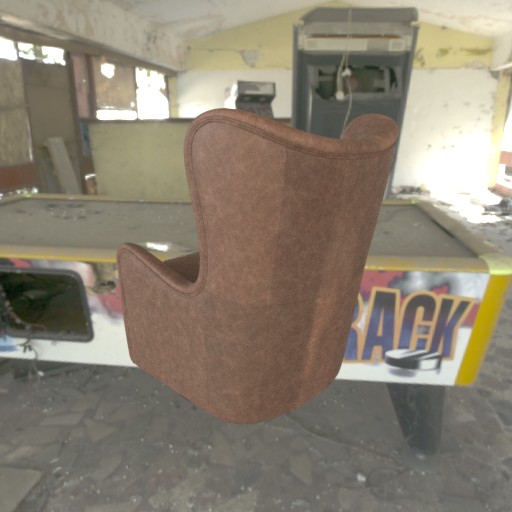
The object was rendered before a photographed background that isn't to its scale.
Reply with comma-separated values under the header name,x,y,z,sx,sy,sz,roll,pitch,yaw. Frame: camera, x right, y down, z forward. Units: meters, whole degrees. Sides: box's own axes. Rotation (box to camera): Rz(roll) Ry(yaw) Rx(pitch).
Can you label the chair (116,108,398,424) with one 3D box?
name,x,y,z,sx,sy,sz,roll,pitch,yaw
chair,0.000,0.000,1.757,0.930,1.079,0.831,16,22,43
